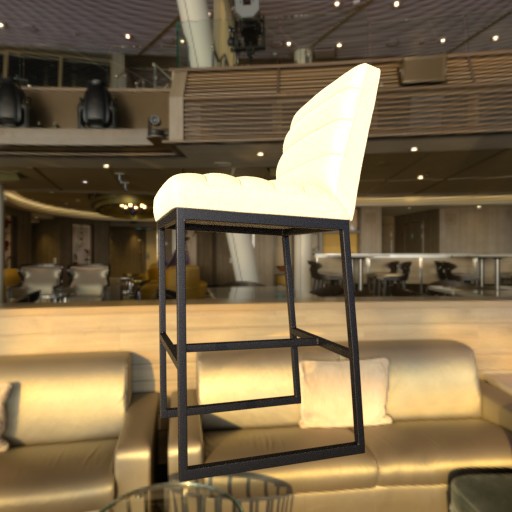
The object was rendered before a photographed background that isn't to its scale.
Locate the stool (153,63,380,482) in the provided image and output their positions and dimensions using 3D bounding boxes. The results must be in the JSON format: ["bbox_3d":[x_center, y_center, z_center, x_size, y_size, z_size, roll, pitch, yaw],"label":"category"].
[{"bbox_3d":[0.000,0.000,1.305,0.560,1.040,0.460,0,0,-18],"label":"stool"}]
